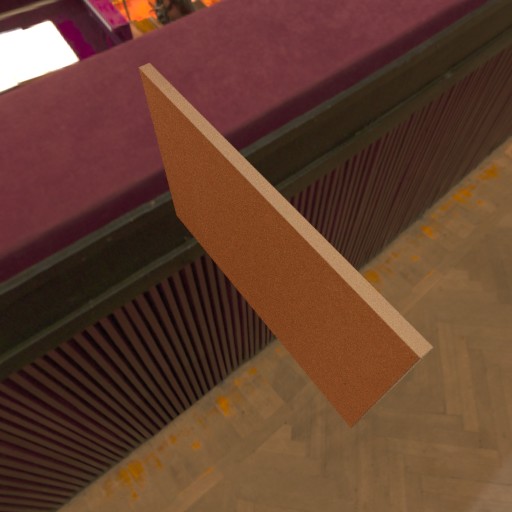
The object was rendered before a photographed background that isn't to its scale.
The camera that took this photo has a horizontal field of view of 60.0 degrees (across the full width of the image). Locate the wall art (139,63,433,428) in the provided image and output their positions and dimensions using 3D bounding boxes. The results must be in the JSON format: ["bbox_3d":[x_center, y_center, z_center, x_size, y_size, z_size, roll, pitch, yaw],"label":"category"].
[{"bbox_3d":[0.000,0.000,0.781,0.021,0.410,0.615,-33,64,-18],"label":"wall art"}]
